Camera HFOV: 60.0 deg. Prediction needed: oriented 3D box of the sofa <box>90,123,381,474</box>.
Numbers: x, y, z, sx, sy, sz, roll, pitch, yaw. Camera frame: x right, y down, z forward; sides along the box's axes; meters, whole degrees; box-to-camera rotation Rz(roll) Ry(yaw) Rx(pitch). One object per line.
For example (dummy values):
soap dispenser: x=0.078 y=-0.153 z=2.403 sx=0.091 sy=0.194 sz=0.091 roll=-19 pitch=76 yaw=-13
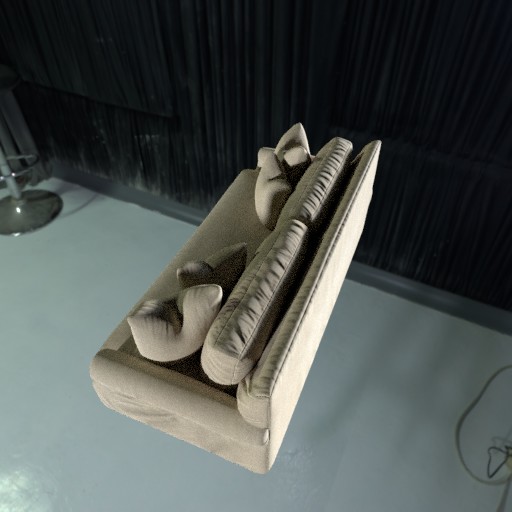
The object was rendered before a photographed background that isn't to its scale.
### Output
sofa: x=0.000 y=0.000 z=2.828 sx=1.067 sy=0.904 sz=2.285 roll=16 pitch=46 yaw=16
